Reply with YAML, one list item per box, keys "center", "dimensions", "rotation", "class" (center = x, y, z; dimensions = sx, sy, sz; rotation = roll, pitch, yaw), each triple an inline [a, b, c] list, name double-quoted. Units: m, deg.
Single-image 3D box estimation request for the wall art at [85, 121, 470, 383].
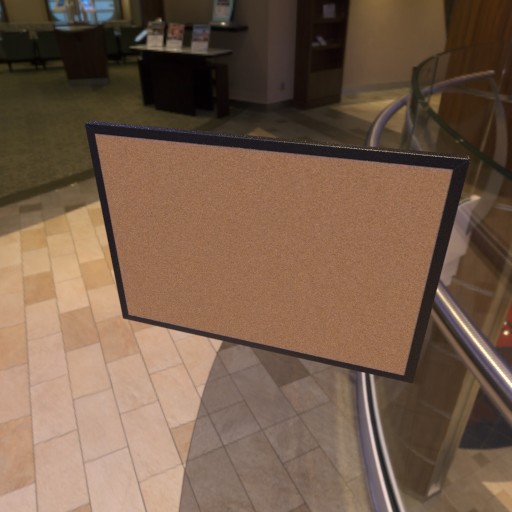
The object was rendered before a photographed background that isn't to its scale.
- center: [0.000, 0.000, 0.571]
  dimensions: [0.440, 0.306, 0.013]
  rotation: [9, 32, 15]
  class: "wall art"
